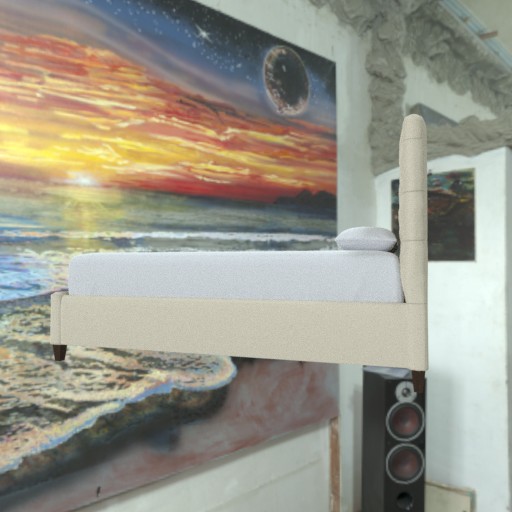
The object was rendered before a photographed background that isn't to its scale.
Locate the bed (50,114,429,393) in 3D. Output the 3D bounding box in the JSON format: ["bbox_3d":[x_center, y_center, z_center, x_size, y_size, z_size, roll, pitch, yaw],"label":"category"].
[{"bbox_3d":[0.000,0.000,3.406,2.387,1.427,1.698,0,-1,18],"label":"bed"}]
